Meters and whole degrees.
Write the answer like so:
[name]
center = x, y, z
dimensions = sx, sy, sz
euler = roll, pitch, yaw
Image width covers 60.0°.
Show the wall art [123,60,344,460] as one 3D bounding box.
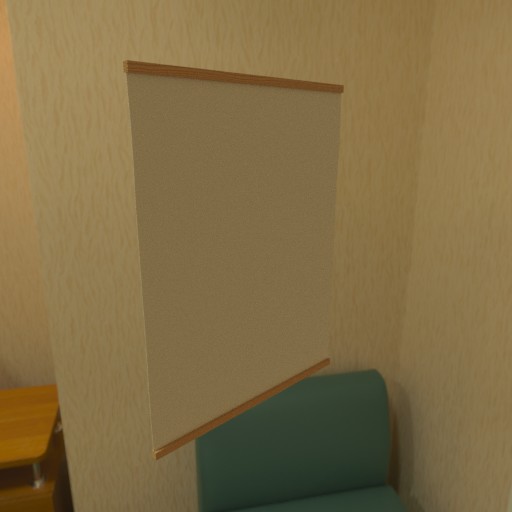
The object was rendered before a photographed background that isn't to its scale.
[wall art]
center = 0.000, 0.000, 0.799
dimensions = 0.458, 0.605, 0.011
euler = -14, 21, -41
